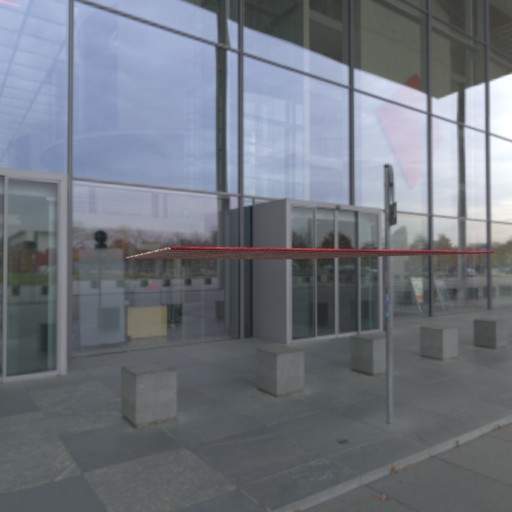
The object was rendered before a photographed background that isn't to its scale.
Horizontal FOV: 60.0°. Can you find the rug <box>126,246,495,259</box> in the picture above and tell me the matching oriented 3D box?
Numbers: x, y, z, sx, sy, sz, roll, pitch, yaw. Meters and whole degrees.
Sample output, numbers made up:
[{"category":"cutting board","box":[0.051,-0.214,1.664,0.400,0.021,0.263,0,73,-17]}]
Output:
[{"category":"rug","box":[0.000,0.000,2.981,1.535,0.010,2.431,0,-1,-20]}]
